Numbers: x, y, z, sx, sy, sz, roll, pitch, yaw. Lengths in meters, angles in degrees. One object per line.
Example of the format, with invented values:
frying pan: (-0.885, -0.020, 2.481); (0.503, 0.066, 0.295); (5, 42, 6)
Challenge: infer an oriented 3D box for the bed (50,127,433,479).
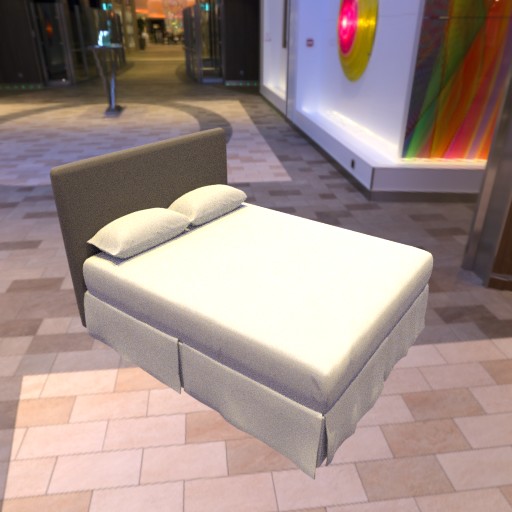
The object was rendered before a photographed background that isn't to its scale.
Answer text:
bed: (0.000, 0.000, 3.178); (2.142, 1.330, 1.748); (19, 32, 32)
